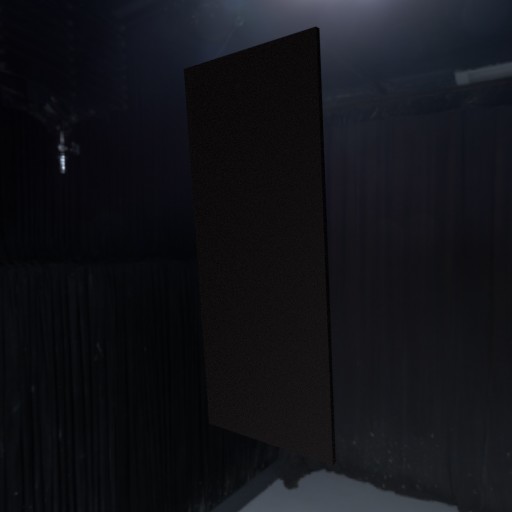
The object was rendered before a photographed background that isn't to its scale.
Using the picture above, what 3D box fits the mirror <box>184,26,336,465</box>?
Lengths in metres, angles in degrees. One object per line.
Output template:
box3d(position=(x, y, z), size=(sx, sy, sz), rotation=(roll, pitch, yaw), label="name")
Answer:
box3d(position=(0.000, 0.000, 2.288), size=(0.812, 2.020, 0.221), rotation=(2, 3, 37), label="mirror")
